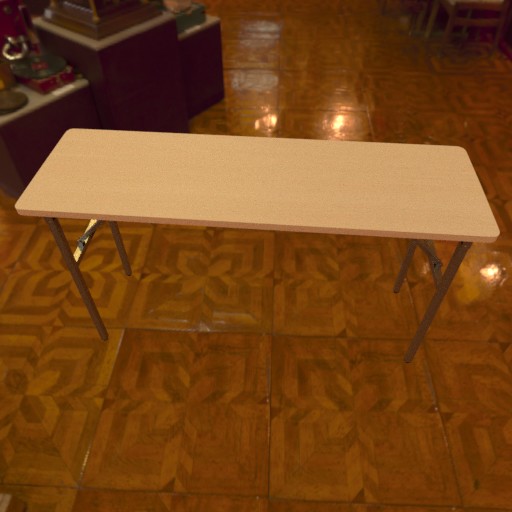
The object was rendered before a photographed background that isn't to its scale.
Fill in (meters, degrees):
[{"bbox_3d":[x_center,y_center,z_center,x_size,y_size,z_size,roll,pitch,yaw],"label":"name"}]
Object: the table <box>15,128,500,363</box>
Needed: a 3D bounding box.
[{"bbox_3d":[0.000,0.000,1.680,1.397,0.750,0.446,4,47,3],"label":"table"}]
